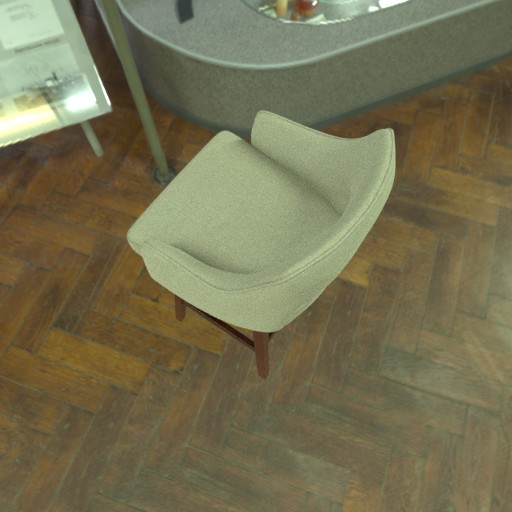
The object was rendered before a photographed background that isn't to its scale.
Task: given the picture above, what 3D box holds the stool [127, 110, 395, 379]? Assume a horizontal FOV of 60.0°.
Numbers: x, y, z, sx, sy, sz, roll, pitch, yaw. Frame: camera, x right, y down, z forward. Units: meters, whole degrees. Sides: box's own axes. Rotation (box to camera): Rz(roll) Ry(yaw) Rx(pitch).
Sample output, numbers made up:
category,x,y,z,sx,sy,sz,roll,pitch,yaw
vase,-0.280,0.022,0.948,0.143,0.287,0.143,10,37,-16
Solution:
category,x,y,z,sx,sy,sz,roll,pitch,yaw
stool,0.000,0.000,1.373,0.560,1.041,0.550,31,68,14
